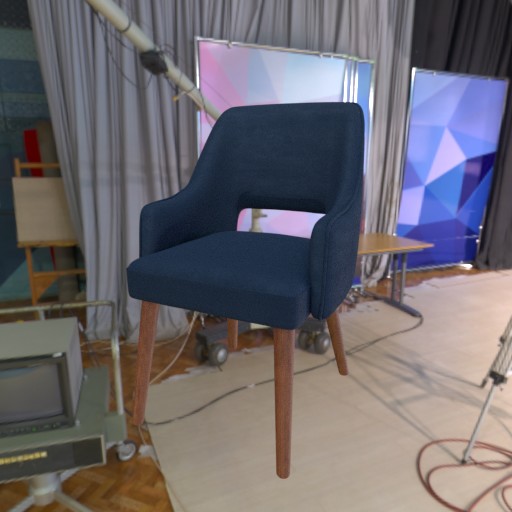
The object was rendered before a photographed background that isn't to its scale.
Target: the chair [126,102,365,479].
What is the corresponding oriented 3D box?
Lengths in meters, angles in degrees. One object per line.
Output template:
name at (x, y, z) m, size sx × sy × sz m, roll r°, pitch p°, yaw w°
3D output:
chair at (0.000, 0.000, 1.233) m, size 0.559 × 0.844 × 0.591 m, roll 7°, pitch 16°, yaw 26°
